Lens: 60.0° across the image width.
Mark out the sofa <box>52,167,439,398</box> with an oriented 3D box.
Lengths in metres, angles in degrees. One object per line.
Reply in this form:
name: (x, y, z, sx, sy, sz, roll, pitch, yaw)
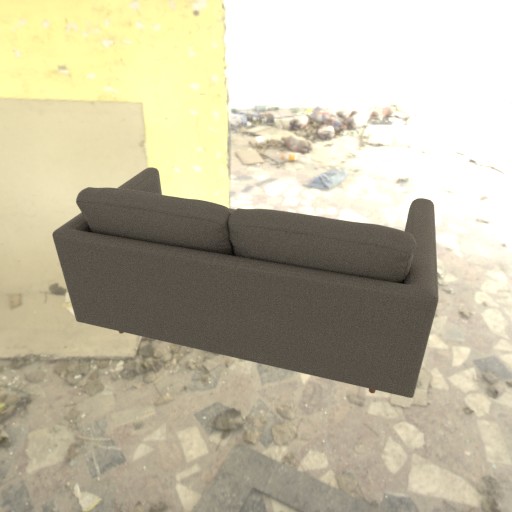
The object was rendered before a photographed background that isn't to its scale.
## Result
sofa: (0.000, 0.000, 2.329, 1.713, 0.866, 0.940, 10, 33, 15)
